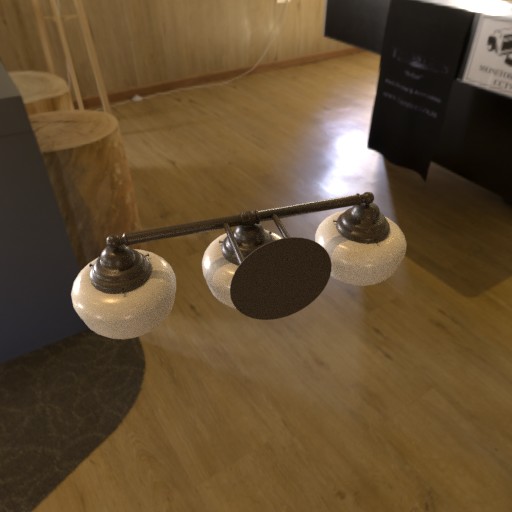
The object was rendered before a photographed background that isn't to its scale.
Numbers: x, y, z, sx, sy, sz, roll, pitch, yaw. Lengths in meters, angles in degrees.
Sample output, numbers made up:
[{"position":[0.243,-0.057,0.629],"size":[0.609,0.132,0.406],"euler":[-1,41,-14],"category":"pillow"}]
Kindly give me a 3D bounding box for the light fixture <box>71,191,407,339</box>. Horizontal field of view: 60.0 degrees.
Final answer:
[{"position":[0.000,0.000,0.713],"size":[0.587,0.242,0.239],"euler":[-11,40,-13],"category":"light fixture"}]
